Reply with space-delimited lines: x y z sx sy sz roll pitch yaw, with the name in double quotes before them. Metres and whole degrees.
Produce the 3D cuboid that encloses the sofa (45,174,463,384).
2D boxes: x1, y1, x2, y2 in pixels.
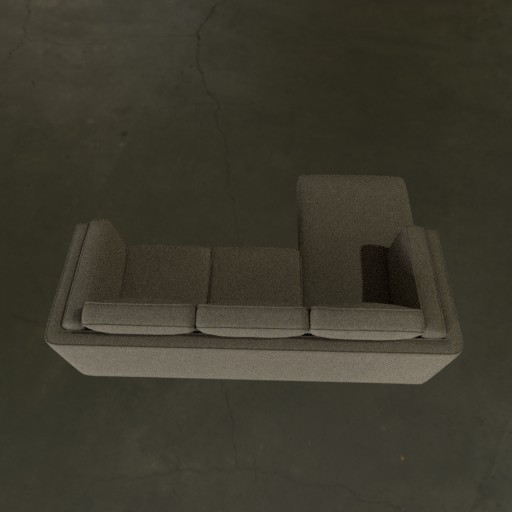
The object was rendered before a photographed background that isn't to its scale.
"sofa" 0.000 0.000 3.145 2.411 0.929 1.604 1 58 1
